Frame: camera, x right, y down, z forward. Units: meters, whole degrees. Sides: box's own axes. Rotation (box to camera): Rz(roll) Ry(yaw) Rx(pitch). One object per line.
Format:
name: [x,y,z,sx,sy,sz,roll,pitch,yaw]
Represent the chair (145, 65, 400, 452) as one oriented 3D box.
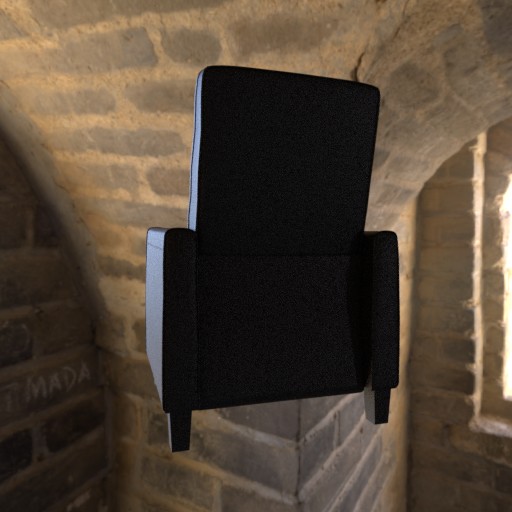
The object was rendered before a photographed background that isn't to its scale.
chair: [0.000,0.000,1.533,0.705,1.013,0.746,0,1,-17]
